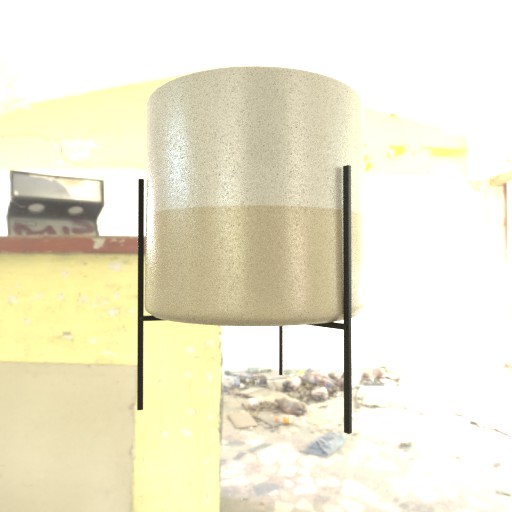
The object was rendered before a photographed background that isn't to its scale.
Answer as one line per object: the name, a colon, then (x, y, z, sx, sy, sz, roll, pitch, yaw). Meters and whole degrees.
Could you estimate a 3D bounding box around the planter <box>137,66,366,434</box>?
planter: (0.000, 0.000, 0.746, 0.359, 0.484, 0.368, 0, -1, 17)
